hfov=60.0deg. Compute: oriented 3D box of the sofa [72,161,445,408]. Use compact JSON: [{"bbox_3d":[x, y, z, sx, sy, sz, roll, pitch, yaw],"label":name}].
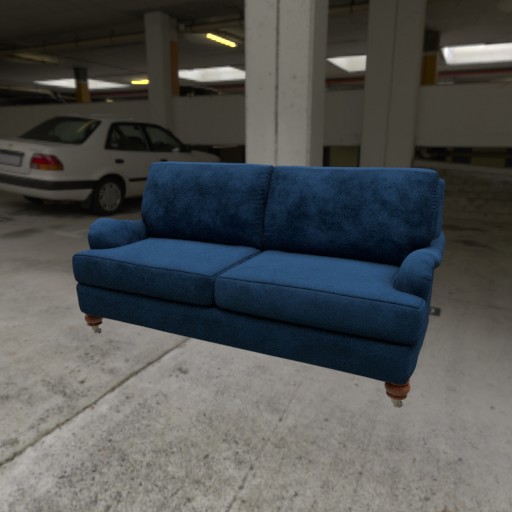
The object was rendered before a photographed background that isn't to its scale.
[{"bbox_3d":[0.000,0.000,2.784,2.141,1.101,1.084,7,17,25],"label":"sofa"}]
